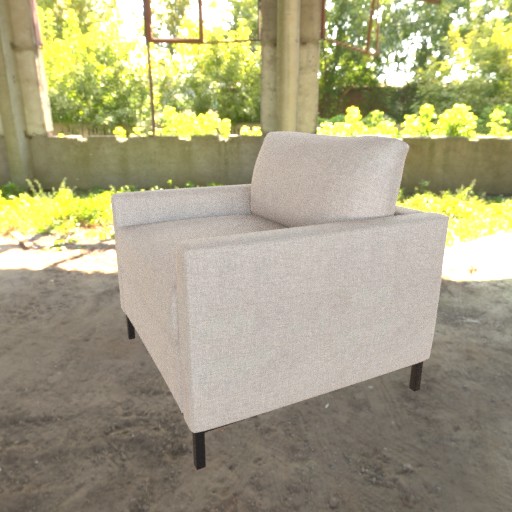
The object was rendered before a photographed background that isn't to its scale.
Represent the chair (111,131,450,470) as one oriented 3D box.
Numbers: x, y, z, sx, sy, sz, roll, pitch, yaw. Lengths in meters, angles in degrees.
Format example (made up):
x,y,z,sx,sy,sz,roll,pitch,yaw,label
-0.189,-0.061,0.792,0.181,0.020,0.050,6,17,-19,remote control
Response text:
x,y,z,sx,sy,sz,roll,pitch,yaw,label
0.000,0.000,1.609,0.866,0.861,0.963,-8,18,-26,chair
